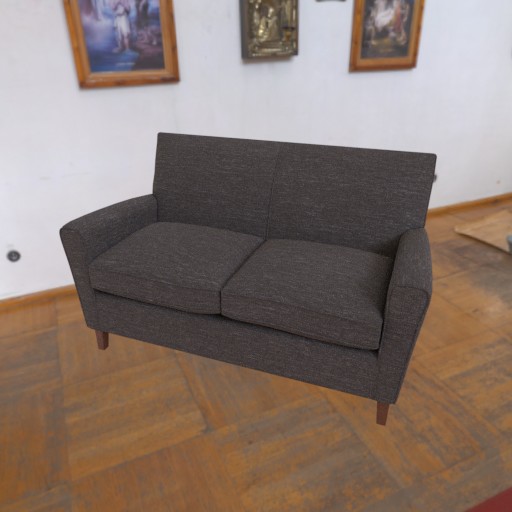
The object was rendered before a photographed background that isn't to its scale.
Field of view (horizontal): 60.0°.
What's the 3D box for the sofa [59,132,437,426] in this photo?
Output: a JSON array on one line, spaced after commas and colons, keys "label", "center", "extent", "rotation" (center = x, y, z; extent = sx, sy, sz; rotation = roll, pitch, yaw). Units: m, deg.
[{"label": "sofa", "center": [0.000, 0.000, 2.068], "extent": [1.509, 0.905, 0.867], "rotation": [9, 28, 18]}]
